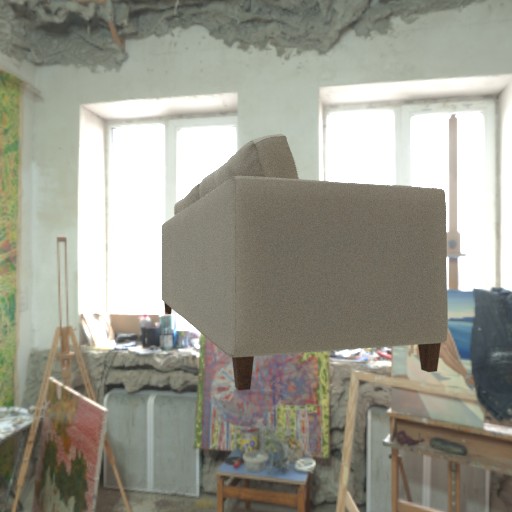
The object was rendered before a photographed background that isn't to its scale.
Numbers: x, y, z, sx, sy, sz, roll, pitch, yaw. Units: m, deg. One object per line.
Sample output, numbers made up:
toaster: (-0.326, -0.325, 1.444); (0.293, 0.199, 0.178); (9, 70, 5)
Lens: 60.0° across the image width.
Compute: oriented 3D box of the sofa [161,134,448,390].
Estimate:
sofa: (0.000, 0.000, 2.785); (0.951, 0.968, 2.361); (0, 0, -18)
